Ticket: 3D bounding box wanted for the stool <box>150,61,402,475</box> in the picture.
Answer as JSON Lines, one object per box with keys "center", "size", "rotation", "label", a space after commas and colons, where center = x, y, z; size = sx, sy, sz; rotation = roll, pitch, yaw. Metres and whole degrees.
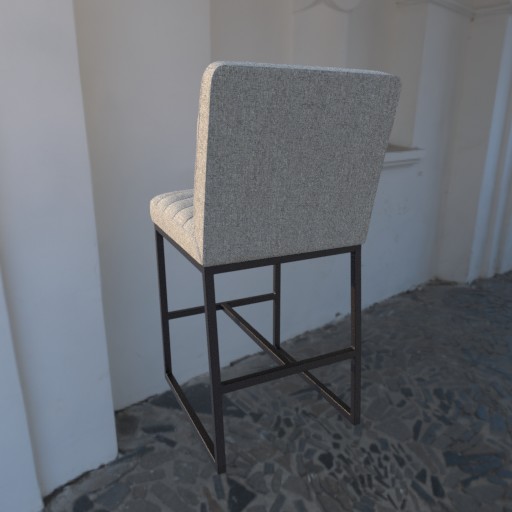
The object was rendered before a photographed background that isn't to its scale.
{"center": [0.000, 0.000, 1.245], "size": [0.460, 0.940, 0.560], "rotation": [-8, 18, -25], "label": "stool"}
